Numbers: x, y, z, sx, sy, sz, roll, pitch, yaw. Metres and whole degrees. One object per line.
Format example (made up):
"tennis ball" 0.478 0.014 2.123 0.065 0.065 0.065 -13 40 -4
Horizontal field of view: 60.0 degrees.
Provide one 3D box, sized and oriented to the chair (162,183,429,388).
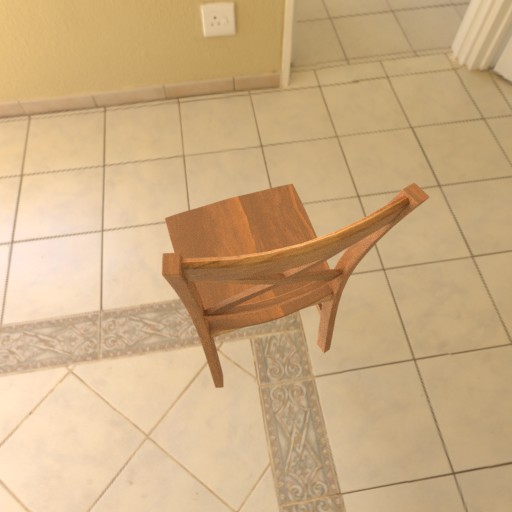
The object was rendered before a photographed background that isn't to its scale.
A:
"chair" 0.000 0.000 1.291 0.485 0.983 0.542 -16 62 -9
